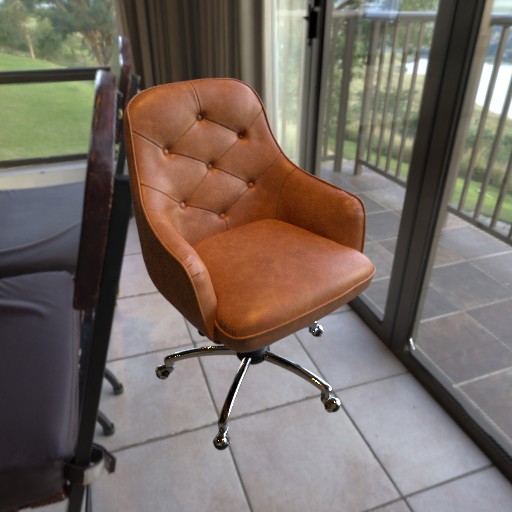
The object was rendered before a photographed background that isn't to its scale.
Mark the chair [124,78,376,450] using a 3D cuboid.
[{"bbox_3d":[0.000,0.000,1.308,0.628,0.909,0.615,-22,37,-32],"label":"chair"}]
